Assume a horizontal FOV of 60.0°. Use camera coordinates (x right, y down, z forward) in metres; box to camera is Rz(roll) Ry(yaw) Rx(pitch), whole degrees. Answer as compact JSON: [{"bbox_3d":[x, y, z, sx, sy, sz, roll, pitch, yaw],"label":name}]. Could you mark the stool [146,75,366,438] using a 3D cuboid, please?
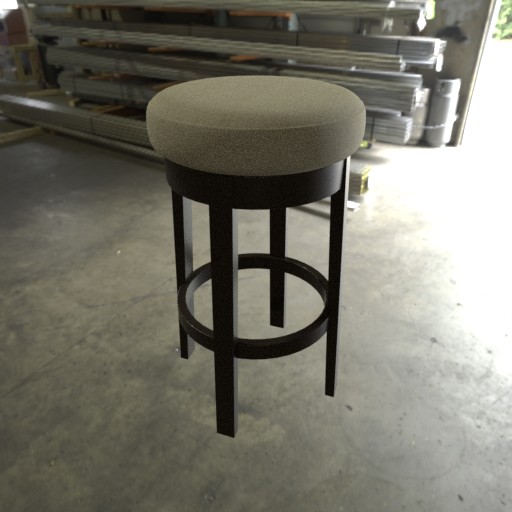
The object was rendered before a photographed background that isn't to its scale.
[{"bbox_3d":[0.000,0.000,1.048,0.446,0.758,0.446,0,31,0],"label":"stool"}]
